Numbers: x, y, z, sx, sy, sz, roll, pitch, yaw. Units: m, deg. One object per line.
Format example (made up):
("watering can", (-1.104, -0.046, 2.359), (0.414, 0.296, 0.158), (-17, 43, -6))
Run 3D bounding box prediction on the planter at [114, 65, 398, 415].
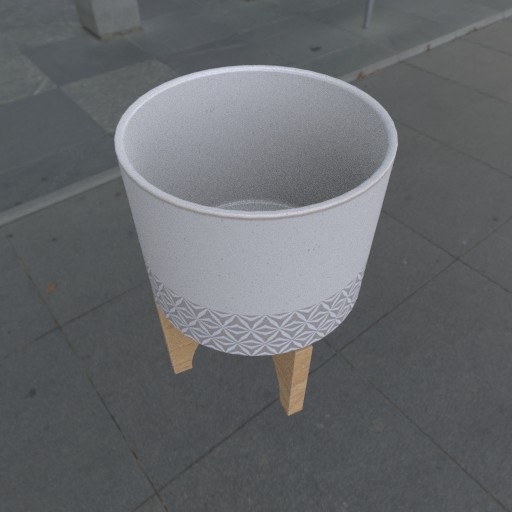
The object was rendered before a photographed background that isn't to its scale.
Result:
("planter", (0.000, 0.000, 0.521), (0.249, 0.343, 0.249), (0, 46, 0))
